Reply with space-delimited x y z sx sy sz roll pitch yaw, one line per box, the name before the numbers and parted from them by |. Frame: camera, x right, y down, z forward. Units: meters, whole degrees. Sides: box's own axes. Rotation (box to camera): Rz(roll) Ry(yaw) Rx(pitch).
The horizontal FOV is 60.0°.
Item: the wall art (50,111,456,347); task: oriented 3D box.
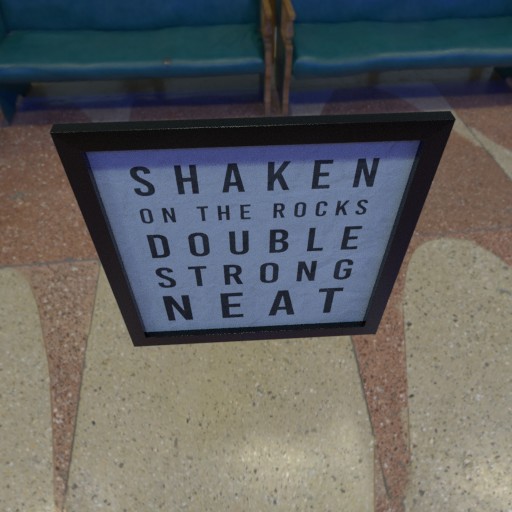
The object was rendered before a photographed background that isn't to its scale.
wall art | 0.000 0.000 0.514 0.349 0.349 0.014 -3 48 -2
